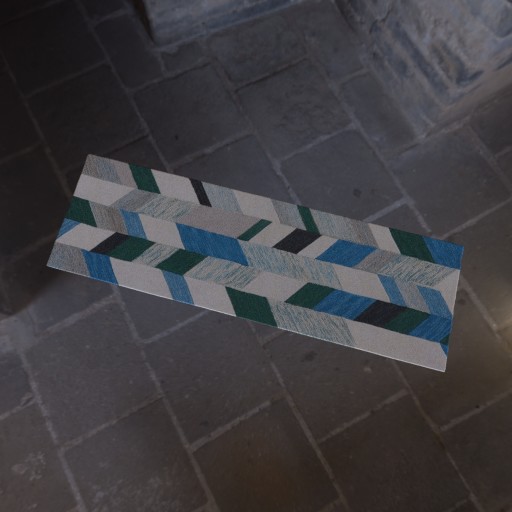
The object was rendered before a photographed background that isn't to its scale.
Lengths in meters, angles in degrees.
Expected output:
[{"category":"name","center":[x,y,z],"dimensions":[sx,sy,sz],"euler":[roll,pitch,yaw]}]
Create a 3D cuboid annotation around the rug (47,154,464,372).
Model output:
[{"category":"rug","center":[0.000,0.000,2.700],"dimensions":[2.437,0.008,0.774],"euler":[14,77,4]}]
